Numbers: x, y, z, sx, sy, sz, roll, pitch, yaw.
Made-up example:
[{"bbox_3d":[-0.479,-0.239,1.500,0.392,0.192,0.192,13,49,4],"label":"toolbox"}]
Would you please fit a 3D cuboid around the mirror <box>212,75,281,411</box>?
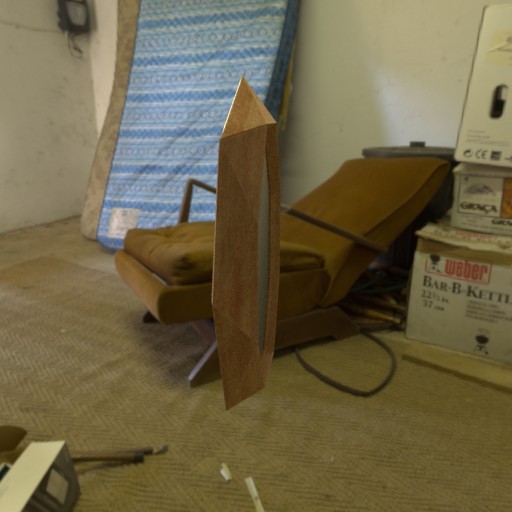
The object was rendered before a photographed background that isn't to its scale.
[{"bbox_3d":[0.000,0.000,1.019,0.070,0.774,0.577,3,17,9],"label":"mirror"}]
